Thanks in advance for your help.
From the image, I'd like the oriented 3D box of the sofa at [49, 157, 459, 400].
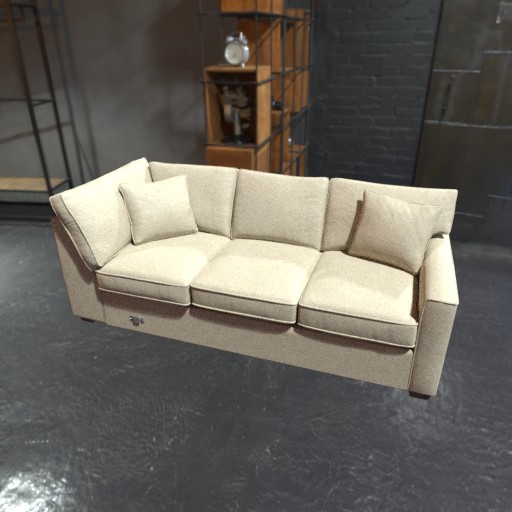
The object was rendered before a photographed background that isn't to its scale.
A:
[{"bbox_3d":[0.000,0.000,2.869,2.323,0.948,1.053,9,28,17],"label":"sofa"}]
